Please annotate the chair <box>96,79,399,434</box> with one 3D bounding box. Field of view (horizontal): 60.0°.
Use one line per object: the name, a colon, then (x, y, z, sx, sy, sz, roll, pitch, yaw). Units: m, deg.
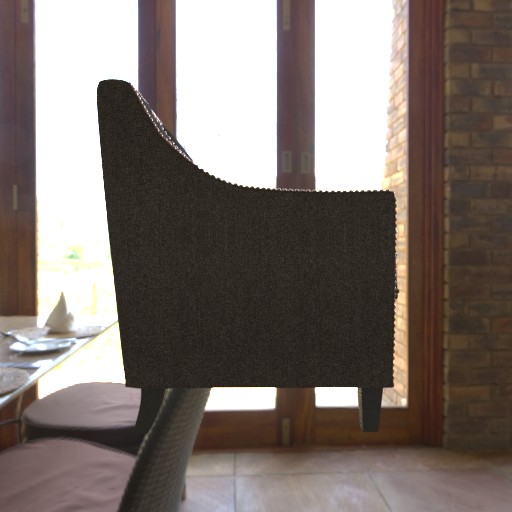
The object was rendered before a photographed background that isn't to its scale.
chair: (0.000, 0.000, 1.569, 0.884, 0.967, 0.776, 0, 0, 0)
